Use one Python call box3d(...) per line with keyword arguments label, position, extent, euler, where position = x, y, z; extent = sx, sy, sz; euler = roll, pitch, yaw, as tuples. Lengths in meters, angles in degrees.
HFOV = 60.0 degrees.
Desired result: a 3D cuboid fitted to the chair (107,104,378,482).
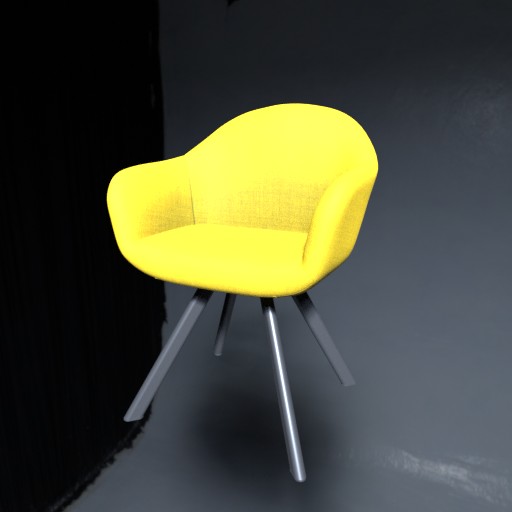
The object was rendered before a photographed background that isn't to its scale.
box3d(label="chair", position=(0.000, 0.000, 1.169), extent=(0.590, 0.795, 0.550), euler=(7, 16, 26))
